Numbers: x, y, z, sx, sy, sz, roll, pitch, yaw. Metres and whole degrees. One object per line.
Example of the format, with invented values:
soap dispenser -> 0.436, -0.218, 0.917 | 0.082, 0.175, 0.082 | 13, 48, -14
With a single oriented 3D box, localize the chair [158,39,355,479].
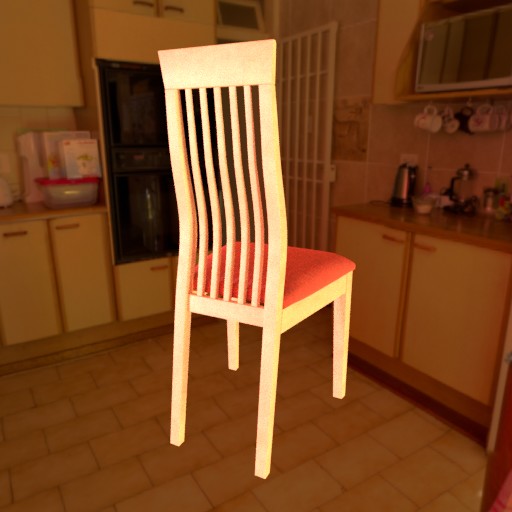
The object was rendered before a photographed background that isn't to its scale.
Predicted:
chair -> 0.000, 0.000, 1.251 | 0.460, 1.027, 0.474 | 8, 17, 26
